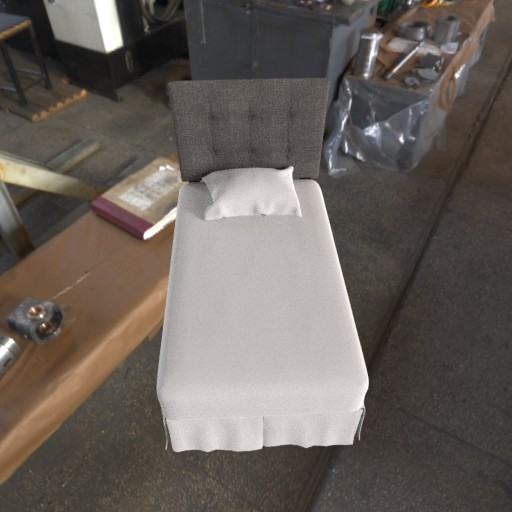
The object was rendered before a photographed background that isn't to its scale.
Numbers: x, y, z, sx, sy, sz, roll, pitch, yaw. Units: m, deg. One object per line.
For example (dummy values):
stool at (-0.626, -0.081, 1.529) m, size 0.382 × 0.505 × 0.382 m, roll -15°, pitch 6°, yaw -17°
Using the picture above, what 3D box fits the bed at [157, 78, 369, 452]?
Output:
bed at (0.000, 0.000, 2.992) m, size 1.261 × 1.571 × 1.997 m, roll -2°, pitch 45°, yaw -2°
